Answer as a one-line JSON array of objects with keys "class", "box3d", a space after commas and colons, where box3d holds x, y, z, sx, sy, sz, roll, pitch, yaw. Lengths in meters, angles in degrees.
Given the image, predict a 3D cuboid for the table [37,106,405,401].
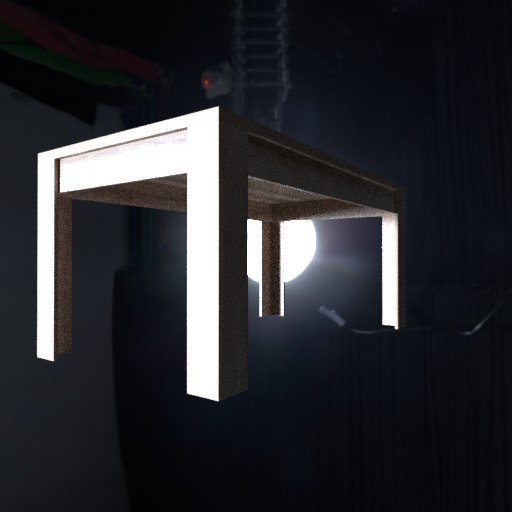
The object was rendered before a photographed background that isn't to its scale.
[{"class": "table", "box3d": [0.000, 0.000, 2.076, 0.900, 0.775, 1.600, 0, -1, 35]}]
